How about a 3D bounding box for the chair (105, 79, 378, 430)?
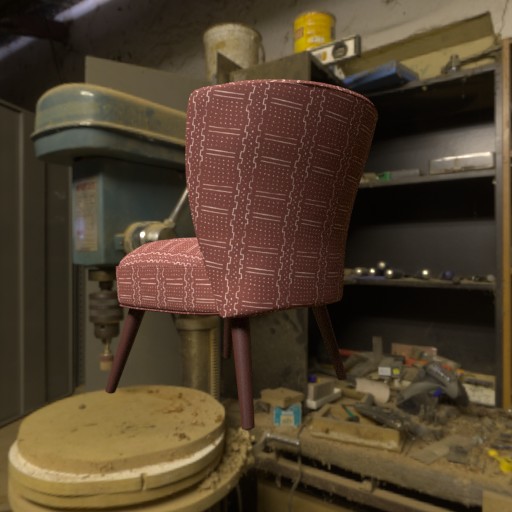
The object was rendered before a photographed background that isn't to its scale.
[{"bbox_3d":[0.000,0.000,1.413,0.758,0.866,0.706,0,0,36],"label":"chair"}]
